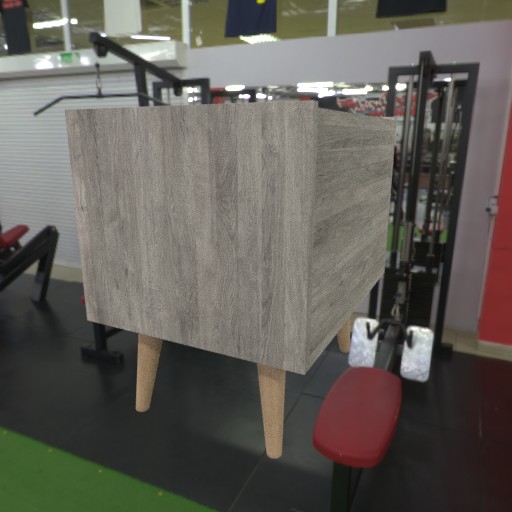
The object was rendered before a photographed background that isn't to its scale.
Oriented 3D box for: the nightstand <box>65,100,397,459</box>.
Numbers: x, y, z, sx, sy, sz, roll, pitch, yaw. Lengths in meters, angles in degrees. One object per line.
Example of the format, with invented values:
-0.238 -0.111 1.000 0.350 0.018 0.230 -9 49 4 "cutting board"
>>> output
0.000 0.000 0.819 0.380 0.500 0.480 8 17 26 "nightstand"
